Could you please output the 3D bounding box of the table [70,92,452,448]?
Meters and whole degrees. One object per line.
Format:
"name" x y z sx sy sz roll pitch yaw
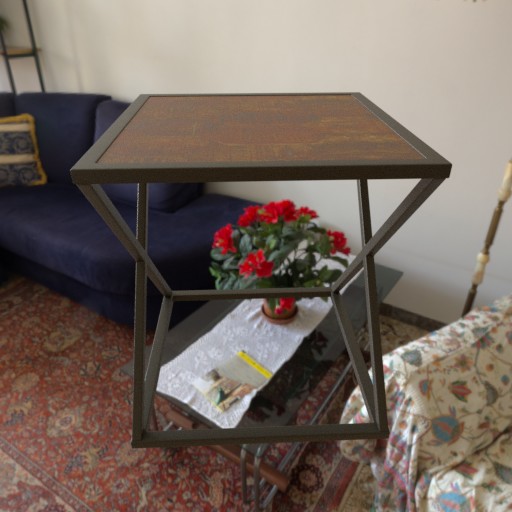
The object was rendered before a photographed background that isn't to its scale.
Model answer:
"table" 0.000 0.000 0.935 0.500 0.565 0.500 -1 31 -2
